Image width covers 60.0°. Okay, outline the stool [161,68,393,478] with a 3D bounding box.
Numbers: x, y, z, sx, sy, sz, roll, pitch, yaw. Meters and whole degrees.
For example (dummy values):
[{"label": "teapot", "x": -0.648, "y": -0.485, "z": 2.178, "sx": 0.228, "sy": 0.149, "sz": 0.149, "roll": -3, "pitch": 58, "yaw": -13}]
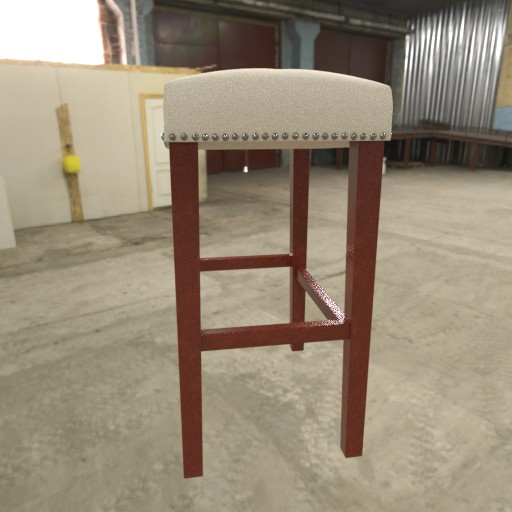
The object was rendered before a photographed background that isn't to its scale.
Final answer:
[{"label": "stool", "x": 0.000, "y": 0.000, "z": 1.004, "sx": 0.372, "sy": 0.742, "sz": 0.504, "roll": -3, "pitch": 17, "yaw": -9}]
